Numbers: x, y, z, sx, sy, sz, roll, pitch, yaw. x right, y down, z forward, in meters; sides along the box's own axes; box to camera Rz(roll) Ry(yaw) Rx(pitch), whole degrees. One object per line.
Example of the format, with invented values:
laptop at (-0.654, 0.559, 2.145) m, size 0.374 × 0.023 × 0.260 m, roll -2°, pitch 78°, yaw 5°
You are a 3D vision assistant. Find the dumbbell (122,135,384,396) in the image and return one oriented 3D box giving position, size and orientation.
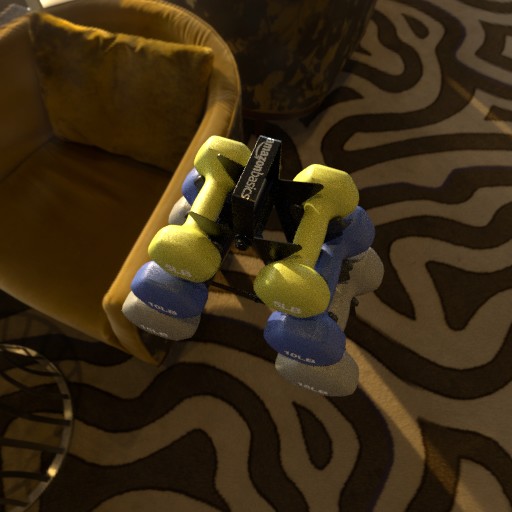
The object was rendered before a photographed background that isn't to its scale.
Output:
dumbbell at (0.000, 0.000, 0.670) m, size 0.416 × 0.426 × 0.261 m, roll 18°, pitch 64°, yaw 9°
